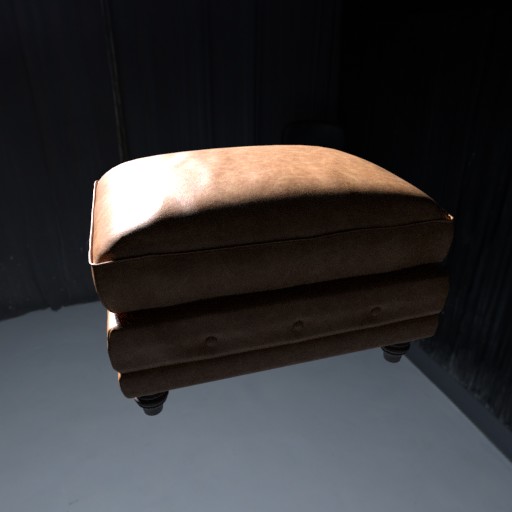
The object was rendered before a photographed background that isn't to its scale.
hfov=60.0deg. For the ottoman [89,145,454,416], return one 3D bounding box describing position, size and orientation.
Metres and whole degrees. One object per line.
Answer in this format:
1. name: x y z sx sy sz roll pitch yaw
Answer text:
1. ottoman: 0.000 0.000 1.077 0.710 0.480 0.533 -8 27 -15
